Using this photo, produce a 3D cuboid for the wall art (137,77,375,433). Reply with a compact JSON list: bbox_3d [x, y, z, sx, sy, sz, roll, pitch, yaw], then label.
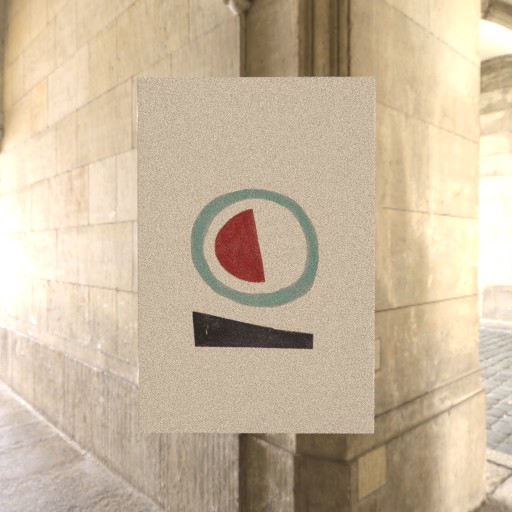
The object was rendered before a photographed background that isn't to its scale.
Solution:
[{"bbox_3d":[0.000,0.000,1.141,0.602,0.902,0.048,0,1,1],"label":"wall art"}]
